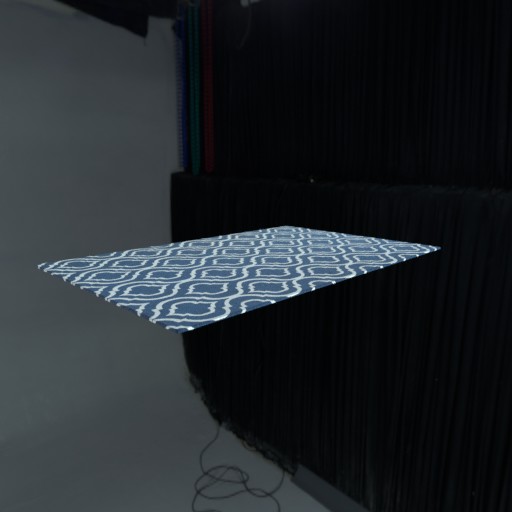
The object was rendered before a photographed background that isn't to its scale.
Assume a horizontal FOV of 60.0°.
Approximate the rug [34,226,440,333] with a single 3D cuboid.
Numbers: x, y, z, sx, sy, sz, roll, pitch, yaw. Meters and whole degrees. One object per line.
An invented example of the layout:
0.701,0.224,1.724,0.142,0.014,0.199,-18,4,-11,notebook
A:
0.000,0.000,2.249,1.753,0.010,1.143,-12,17,-43,rug
